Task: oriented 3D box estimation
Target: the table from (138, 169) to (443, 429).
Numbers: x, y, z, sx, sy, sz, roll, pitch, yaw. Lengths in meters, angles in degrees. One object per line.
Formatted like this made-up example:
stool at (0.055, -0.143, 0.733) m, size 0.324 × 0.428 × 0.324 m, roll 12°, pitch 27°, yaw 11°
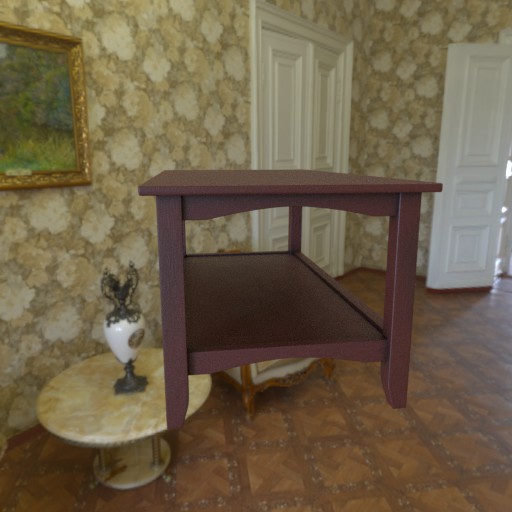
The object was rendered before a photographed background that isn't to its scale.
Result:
table at (0.000, 0.000, 1.257) m, size 0.533 × 0.456 × 0.943 m, roll -2°, pitch 13°, yaw -9°
